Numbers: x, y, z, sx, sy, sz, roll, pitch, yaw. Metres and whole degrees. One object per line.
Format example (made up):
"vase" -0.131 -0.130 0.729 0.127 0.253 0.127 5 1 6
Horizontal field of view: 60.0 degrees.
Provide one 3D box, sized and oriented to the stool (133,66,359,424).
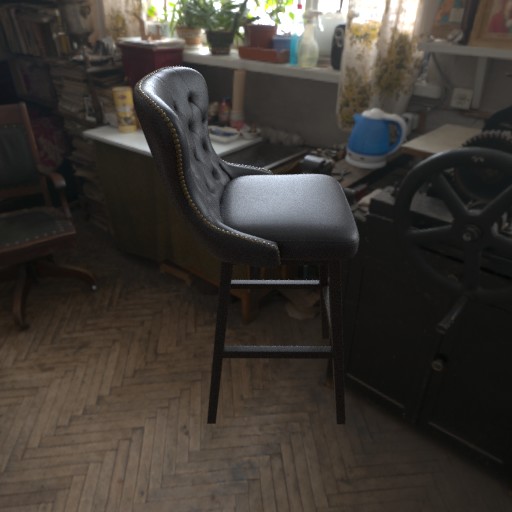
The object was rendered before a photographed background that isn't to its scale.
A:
"stool" 0.000 0.000 1.385 0.601 1.050 0.528 0 32 0
